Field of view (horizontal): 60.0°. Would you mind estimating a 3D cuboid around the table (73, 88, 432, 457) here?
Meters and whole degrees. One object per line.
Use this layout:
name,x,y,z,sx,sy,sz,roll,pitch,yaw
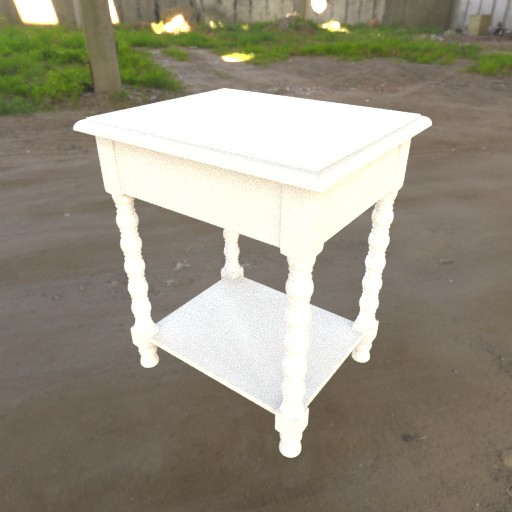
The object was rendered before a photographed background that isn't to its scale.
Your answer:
table,0.000,0.000,0.860,0.460,0.531,0.381,20,36,31
